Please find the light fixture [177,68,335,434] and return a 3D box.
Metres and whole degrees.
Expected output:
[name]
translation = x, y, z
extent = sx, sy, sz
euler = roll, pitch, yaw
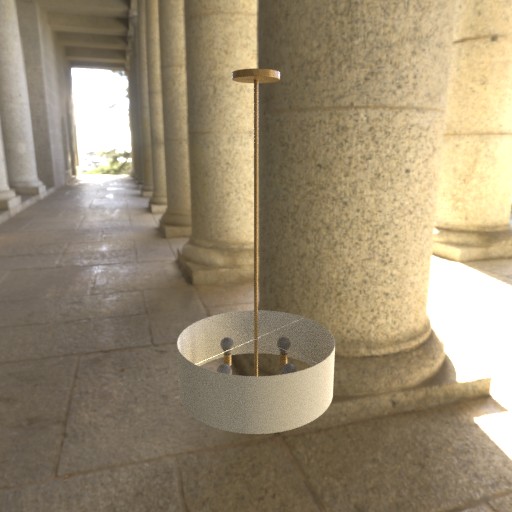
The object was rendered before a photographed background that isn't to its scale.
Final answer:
[light fixture]
translation = 0.000, 0.000, 1.379
extent = 0.508, 1.067, 0.508
euler = 0, 14, 0
